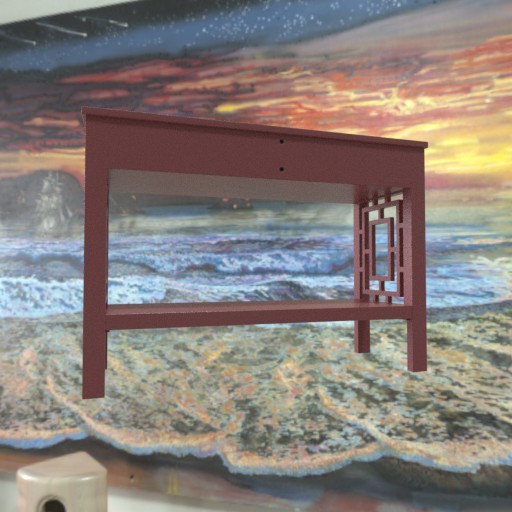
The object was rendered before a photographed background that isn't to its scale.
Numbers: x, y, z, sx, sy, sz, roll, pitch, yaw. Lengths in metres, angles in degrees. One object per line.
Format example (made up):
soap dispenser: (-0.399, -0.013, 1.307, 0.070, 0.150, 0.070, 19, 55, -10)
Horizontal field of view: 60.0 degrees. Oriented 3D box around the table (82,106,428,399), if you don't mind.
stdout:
table: (0.000, 0.000, 1.481, 1.068, 0.753, 0.397, 1, -2, -17)
